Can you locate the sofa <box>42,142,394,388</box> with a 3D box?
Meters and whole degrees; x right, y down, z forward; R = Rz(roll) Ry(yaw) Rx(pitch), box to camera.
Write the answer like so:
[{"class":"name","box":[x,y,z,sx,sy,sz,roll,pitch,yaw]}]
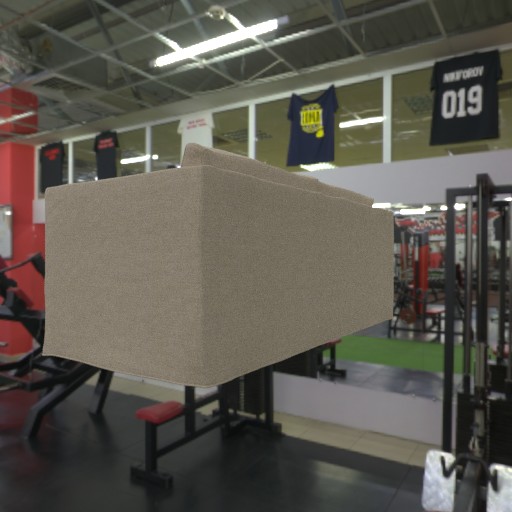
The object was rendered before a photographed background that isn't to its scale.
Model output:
[{"class":"sofa","box":[0.000,0.000,2.466,0.956,0.847,1.987,0,0,35]}]
